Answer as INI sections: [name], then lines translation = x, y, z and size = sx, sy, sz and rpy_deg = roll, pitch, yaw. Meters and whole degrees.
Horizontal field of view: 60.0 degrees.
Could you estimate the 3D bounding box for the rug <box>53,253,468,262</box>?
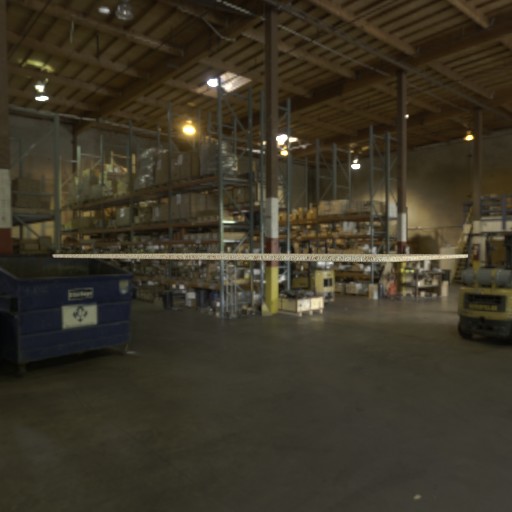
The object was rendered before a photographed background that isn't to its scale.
[rug]
translation = 0.000, 0.000, 3.426
size = 2.700, 0.024, 1.801
rpy_deg = 0, 1, 36
